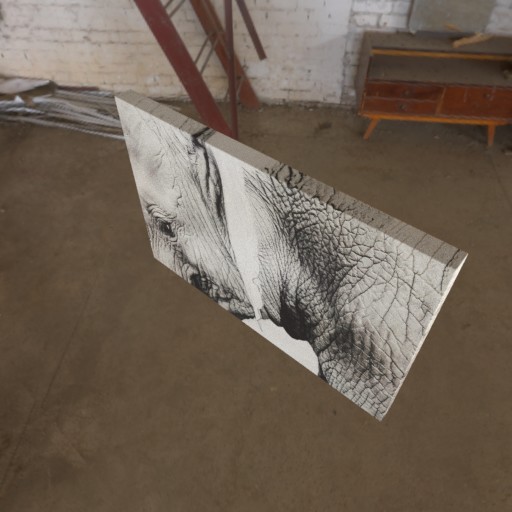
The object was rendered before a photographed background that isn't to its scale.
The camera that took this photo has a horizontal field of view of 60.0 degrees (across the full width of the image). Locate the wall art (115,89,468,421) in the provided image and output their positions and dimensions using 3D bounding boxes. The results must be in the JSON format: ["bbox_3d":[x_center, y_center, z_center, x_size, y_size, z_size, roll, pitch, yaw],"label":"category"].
[{"bbox_3d":[0.000,0.000,0.784,0.613,0.407,0.035,32,55,26],"label":"wall art"}]
